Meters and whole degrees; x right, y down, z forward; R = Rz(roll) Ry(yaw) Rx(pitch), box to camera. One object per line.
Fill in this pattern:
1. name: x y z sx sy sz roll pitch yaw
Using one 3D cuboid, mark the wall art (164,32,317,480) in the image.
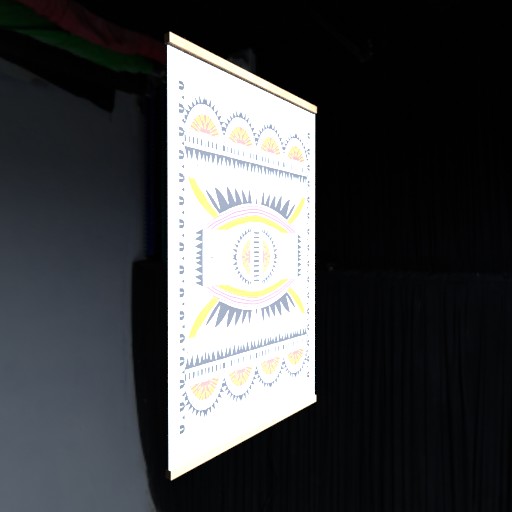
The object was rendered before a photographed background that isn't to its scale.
1. wall art: 0.000 0.000 1.920 0.028 1.533 0.999 1 1 37
